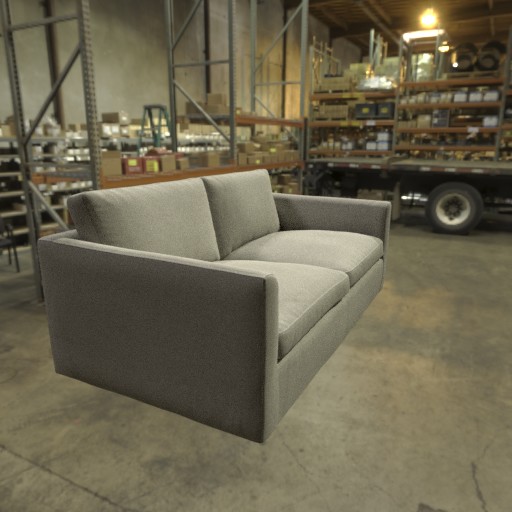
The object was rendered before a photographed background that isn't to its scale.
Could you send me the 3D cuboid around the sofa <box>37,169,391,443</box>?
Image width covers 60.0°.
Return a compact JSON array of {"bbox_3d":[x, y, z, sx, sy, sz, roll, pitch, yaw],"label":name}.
[{"bbox_3d":[0.000,0.000,2.462,1.091,0.839,1.905,8,17,27],"label":"sofa"}]
